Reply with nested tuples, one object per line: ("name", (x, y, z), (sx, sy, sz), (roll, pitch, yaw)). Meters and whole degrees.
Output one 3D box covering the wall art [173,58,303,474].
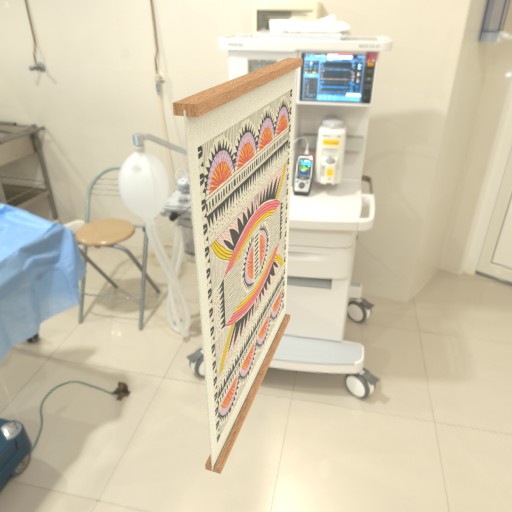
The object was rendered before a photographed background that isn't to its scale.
("wall art", (0.000, 0.000, 0.796), (0.028, 0.609, 0.456), (10, 31, 16))
